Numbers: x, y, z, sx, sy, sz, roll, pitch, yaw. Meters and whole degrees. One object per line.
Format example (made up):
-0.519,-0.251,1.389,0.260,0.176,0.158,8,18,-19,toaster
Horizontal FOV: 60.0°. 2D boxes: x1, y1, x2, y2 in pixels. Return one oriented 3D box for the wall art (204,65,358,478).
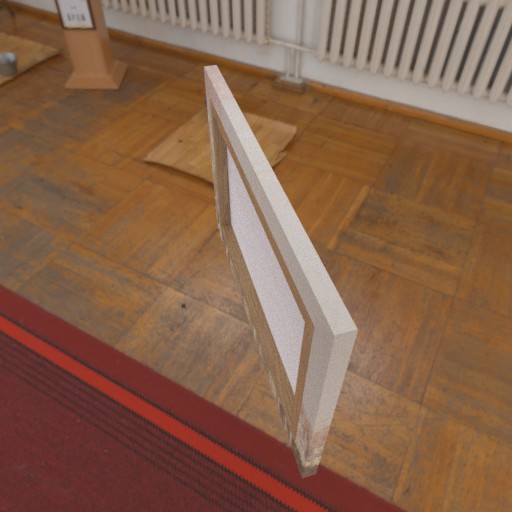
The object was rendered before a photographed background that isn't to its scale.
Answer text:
0.000,0.000,1.146,0.040,0.608,0.916,-12,48,-11,wall art
